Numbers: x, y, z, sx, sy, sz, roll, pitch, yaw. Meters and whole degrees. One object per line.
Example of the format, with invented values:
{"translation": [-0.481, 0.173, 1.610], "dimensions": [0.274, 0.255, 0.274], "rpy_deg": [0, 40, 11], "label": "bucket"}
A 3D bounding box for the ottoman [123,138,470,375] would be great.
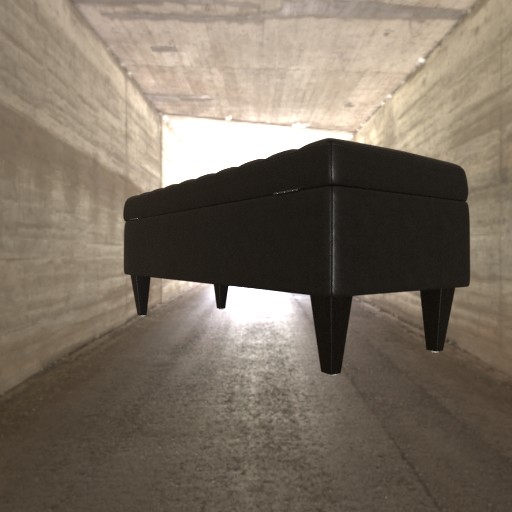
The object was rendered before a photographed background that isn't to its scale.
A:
{"translation": [0.000, 0.000, 1.406], "dimensions": [0.482, 0.469, 1.151], "rpy_deg": [0, 0, -35], "label": "ottoman"}
